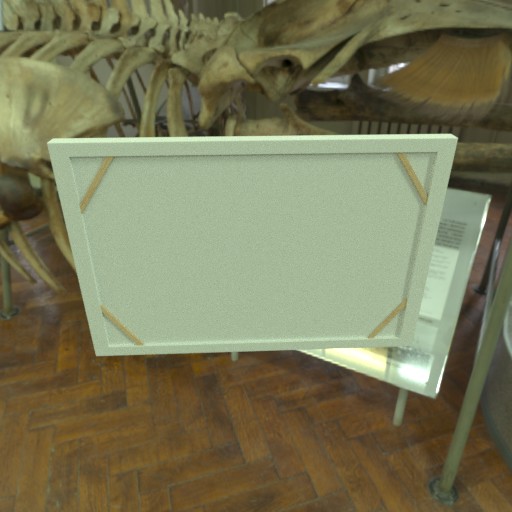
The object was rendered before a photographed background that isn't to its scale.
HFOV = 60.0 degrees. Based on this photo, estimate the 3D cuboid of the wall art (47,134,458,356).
[{"bbox_3d":[0.000,0.000,1.149,0.914,0.609,0.038,-1,29,-2],"label":"wall art"}]
